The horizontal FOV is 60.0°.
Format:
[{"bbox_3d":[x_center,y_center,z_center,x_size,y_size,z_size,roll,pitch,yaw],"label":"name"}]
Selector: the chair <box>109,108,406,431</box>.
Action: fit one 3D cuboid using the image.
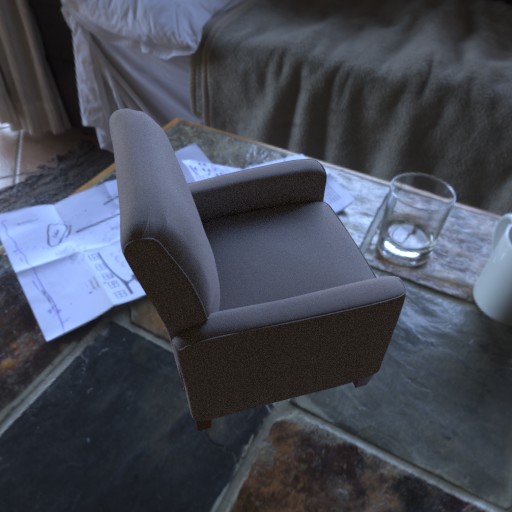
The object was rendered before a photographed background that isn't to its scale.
[{"bbox_3d":[0.000,0.000,1.680,0.859,1.023,0.845,-11,46,-11],"label":"chair"}]
